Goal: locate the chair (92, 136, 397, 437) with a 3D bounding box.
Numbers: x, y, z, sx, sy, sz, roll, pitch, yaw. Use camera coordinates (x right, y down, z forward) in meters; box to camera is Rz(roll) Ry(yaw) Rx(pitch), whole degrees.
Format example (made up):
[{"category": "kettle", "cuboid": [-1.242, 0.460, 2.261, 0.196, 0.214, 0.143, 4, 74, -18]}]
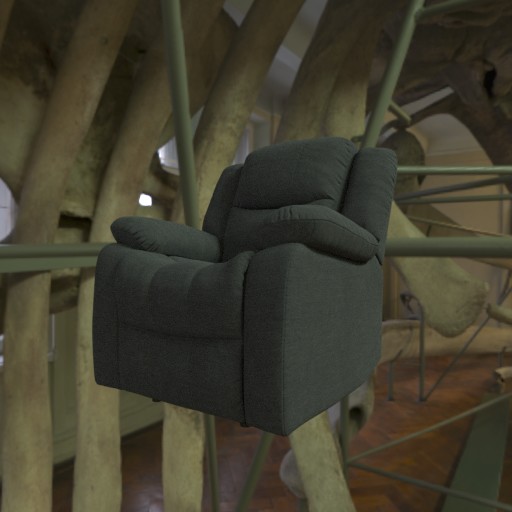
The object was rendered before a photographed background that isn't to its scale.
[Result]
[{"category": "chair", "cuboid": [0.000, 0.000, 1.705, 0.899, 1.008, 0.944, 1, 1, 35]}]
